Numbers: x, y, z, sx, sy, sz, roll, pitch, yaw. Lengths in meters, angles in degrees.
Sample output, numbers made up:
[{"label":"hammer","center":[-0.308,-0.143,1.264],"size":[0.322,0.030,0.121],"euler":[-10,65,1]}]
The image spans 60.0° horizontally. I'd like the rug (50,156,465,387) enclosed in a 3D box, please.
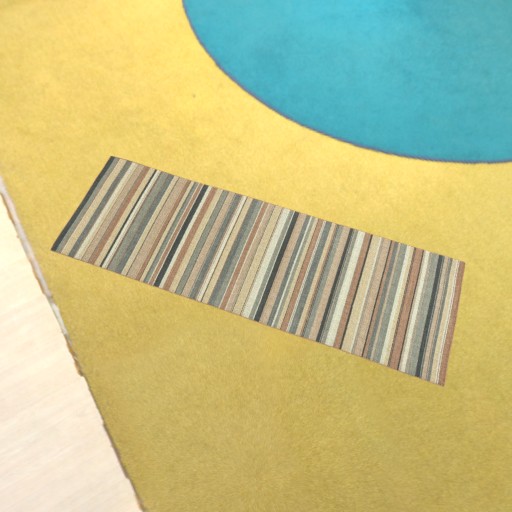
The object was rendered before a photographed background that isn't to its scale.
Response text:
[{"label":"rug","center":[0.000,0.000,2.732],"size":[2.444,0.010,0.799],"euler":[18,64,9]}]
